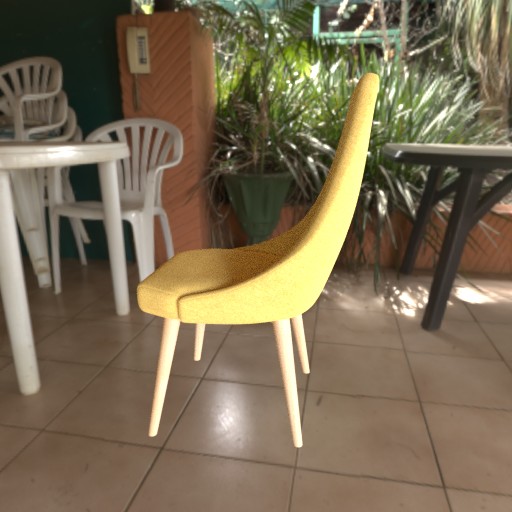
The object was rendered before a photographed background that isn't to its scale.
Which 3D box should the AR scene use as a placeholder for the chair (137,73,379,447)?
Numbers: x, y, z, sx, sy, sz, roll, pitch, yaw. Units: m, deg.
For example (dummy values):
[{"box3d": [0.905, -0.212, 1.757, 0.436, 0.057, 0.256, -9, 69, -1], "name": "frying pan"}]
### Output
[{"box3d": [0.000, 0.000, 1.392, 0.660, 1.040, 0.510, 3, 16, 9], "name": "chair"}]
